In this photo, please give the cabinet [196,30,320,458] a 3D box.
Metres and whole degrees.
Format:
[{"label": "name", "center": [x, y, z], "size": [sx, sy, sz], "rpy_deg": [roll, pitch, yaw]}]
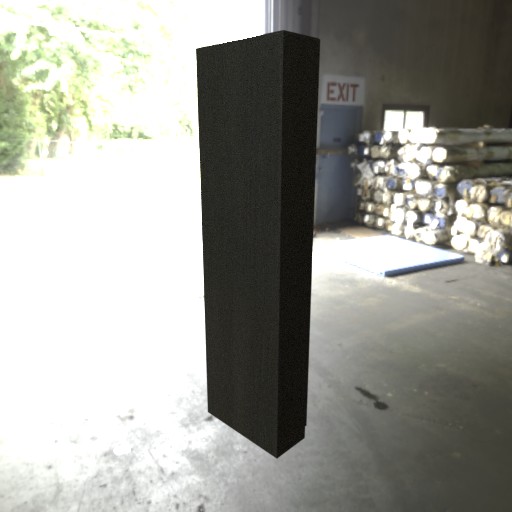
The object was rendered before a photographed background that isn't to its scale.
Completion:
[{"label": "cabinet", "center": [0.000, 0.000, 2.043], "size": [0.500, 1.790, 0.230], "rpy_deg": [15, 22, 43]}]
